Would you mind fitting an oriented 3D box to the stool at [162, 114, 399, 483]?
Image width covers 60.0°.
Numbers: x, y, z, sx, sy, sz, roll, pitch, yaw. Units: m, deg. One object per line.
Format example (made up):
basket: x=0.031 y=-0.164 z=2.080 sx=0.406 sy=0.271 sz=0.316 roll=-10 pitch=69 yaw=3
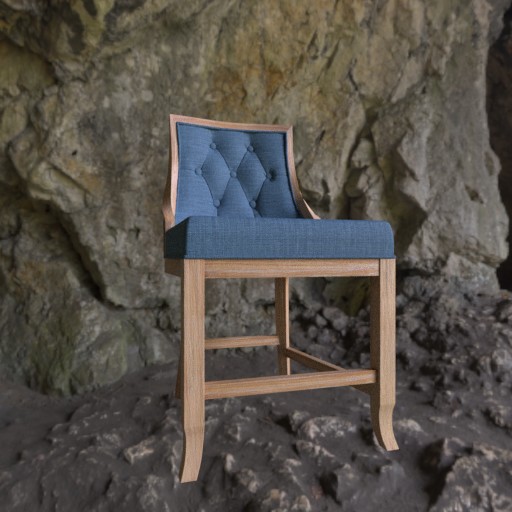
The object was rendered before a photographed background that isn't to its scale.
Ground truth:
stool: x=0.000 y=0.000 z=1.286 sx=0.524 sy=0.938 sz=0.626 roll=0 pitch=0 yaw=-18
